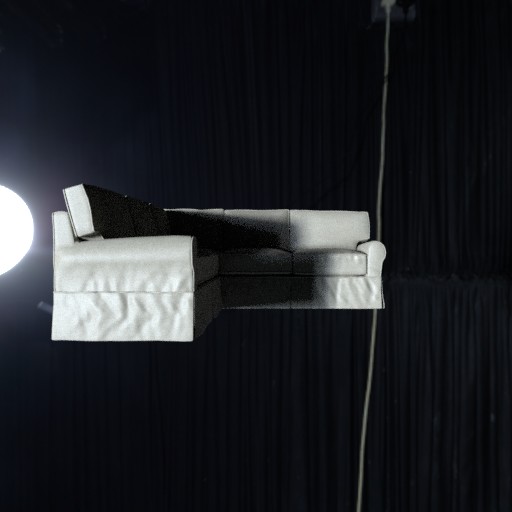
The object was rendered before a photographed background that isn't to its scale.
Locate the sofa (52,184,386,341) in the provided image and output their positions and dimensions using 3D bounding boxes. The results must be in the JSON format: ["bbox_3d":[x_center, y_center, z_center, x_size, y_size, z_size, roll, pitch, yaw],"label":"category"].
[{"bbox_3d":[0.000,0.000,4.123,2.623,1.081,2.618,0,1,1],"label":"sofa"}]
